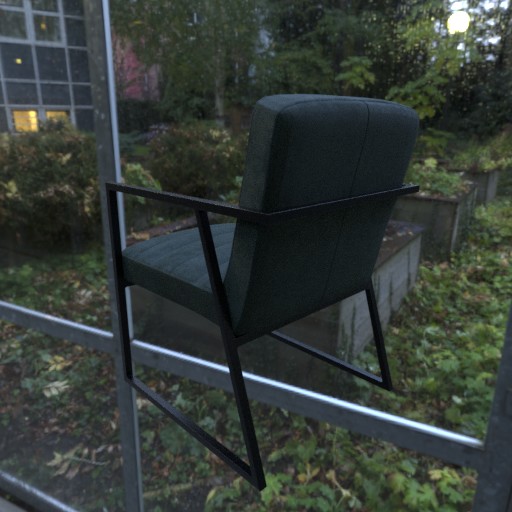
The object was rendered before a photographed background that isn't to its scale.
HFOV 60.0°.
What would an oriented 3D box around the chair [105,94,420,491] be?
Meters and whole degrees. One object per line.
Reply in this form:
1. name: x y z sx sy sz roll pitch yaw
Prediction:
1. chair: 0.000 0.000 1.259 0.571 0.833 0.677 -15 22 -41
